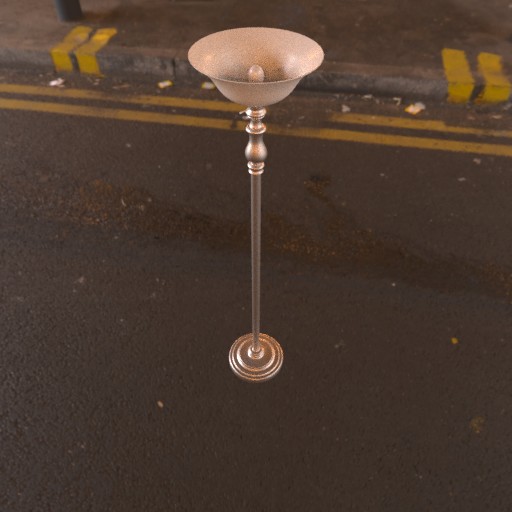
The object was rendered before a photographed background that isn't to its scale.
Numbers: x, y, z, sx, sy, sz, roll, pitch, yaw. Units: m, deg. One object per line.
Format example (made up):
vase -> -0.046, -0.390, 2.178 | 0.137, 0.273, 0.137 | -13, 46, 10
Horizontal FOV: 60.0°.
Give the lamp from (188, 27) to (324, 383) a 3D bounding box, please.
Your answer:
lamp -> 0.000, 0.000, 1.969 | 0.405, 1.771, 0.405 | -31, 54, -26
